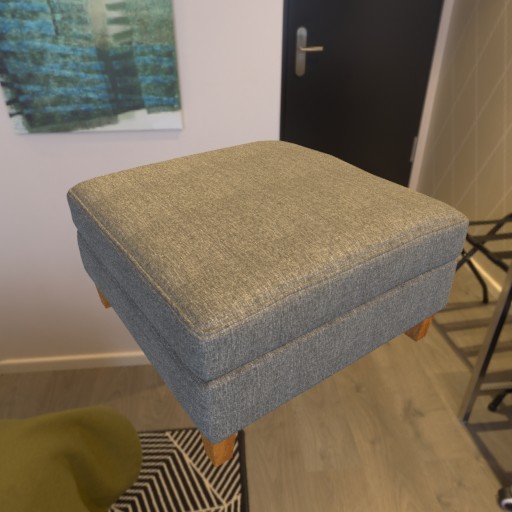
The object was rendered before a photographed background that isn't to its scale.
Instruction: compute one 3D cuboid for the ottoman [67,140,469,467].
[{"bbox_3d":[0.000,0.000,1.335,0.838,0.481,0.838,-20,37,-30],"label":"ottoman"}]
